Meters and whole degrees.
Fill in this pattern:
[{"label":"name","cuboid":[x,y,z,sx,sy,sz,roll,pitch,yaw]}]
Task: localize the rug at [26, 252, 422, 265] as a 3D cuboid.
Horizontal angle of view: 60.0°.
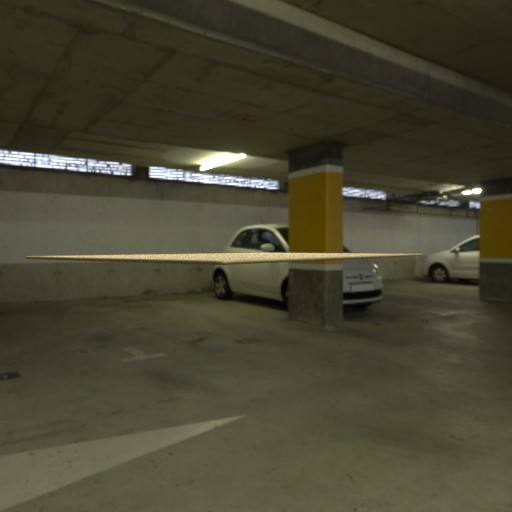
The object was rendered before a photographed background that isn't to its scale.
[{"label":"rug","cuboid":[0.000,0.000,2.115,1.062,0.013,1.667,1,1,37]}]
